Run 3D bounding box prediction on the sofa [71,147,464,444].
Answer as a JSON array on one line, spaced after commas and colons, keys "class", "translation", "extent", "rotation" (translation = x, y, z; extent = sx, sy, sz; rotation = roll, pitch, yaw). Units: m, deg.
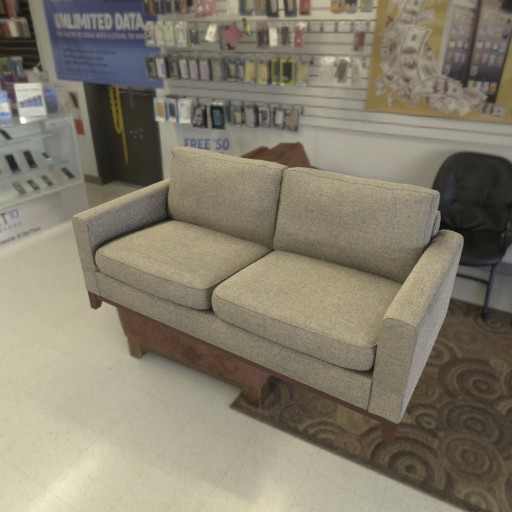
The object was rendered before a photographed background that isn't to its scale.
[{"class": "sofa", "translation": [0.000, 0.000, 2.483], "extent": [1.978, 0.892, 0.969], "rotation": [16, 32, 28]}]
